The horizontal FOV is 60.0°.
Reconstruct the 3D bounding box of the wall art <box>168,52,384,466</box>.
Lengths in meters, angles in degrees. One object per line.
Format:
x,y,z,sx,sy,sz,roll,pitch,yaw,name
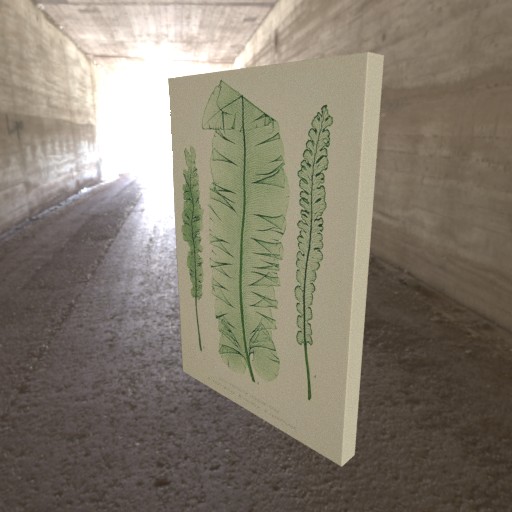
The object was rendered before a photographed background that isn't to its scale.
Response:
0.000,0.000,0.776,0.418,0.608,0.038,15,22,42,wall art
